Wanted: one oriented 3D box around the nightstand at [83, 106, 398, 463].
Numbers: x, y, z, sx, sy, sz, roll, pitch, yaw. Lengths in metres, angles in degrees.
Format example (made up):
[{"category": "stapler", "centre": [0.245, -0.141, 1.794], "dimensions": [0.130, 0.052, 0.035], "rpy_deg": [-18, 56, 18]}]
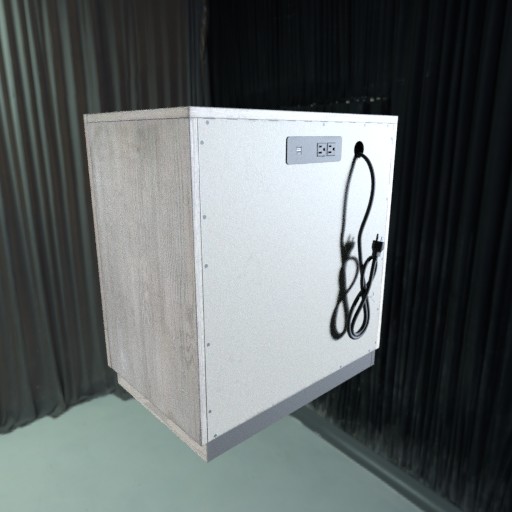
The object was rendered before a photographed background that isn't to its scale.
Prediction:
[{"category": "nightstand", "centre": [0.000, 0.000, 1.107], "dimensions": [0.612, 0.673, 0.483], "rpy_deg": [-14, 20, -40]}]
